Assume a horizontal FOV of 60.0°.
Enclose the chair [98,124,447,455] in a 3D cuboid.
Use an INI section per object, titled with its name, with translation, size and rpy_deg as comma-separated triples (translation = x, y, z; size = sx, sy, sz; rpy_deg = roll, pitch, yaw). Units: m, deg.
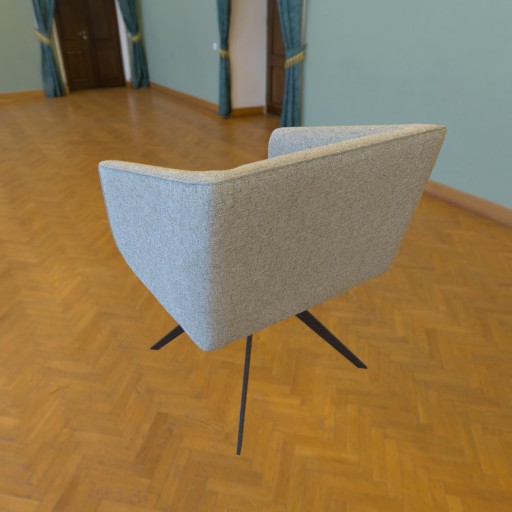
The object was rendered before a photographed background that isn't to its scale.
[chair]
translation = 0.000, 0.000, 1.232
size = 0.628, 0.760, 0.623
rpy_deg = -20, 36, -30
